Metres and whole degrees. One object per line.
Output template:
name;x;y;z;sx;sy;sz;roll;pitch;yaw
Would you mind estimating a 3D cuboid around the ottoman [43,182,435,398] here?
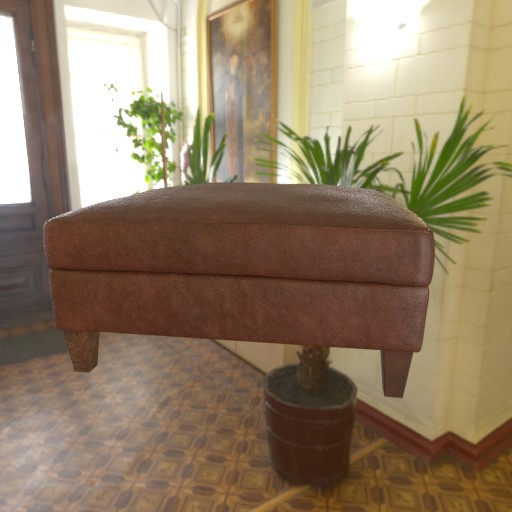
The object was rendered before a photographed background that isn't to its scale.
ottoman;0.000;0.000;1.309;0.836;0.415;0.844;2;13;9
